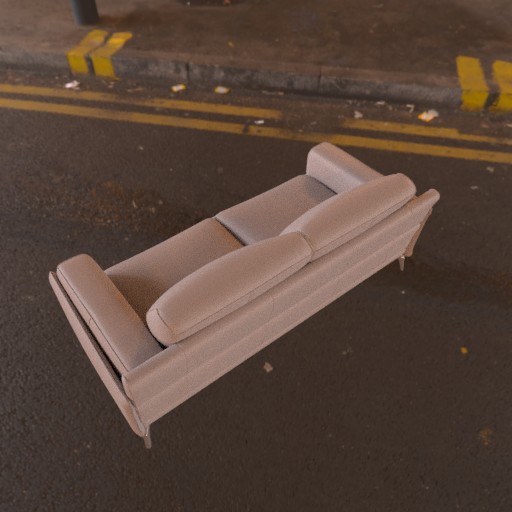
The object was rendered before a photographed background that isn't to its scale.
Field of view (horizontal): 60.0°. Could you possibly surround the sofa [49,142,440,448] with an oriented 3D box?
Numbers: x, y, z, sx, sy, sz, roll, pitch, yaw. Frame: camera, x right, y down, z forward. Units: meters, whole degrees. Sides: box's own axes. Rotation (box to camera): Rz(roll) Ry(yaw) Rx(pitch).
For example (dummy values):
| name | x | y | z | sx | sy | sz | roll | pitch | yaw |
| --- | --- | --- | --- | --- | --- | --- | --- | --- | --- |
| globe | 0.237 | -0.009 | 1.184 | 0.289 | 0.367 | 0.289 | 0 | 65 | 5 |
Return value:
| name | x | y | z | sx | sy | sz | roll | pitch | yaw |
| --- | --- | --- | --- | --- | --- | --- | --- | --- | --- |
| sofa | 0.000 | 0.000 | 2.607 | 2.101 | 0.930 | 1.049 | -29 | 53 | -25 |
